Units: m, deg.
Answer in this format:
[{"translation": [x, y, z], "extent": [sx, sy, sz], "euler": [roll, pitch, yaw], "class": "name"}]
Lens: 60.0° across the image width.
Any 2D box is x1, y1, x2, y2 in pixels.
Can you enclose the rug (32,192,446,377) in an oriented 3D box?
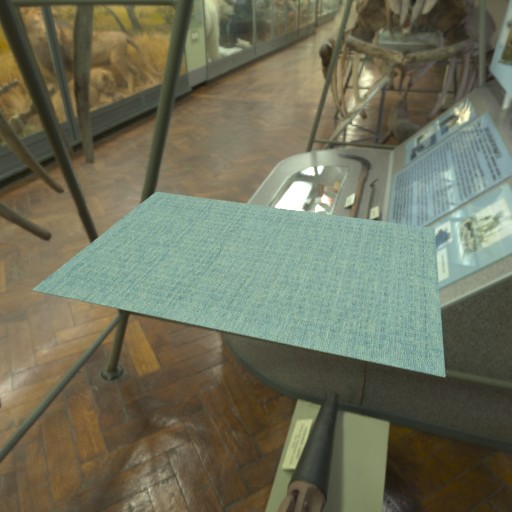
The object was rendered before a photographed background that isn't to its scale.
[{"translation": [0.000, 0.000, 2.936], "extent": [2.286, 0.006, 1.522], "euler": [9, 33, 15], "class": "rug"}]
